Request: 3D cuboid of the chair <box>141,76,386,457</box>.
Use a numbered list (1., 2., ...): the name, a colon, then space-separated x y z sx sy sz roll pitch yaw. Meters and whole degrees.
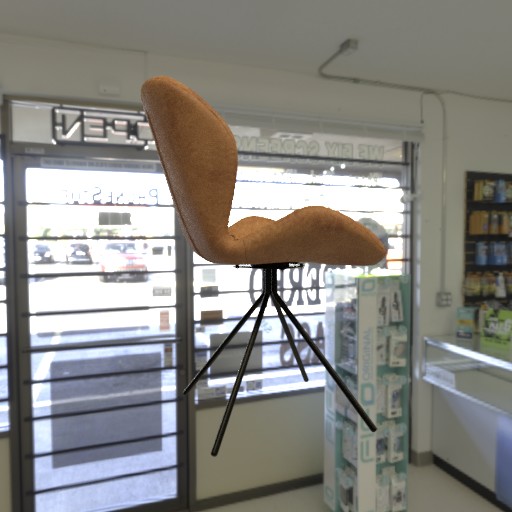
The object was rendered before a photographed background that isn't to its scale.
1. chair: 0.000 0.000 1.288 0.640 0.929 0.527 -1 2 -18
